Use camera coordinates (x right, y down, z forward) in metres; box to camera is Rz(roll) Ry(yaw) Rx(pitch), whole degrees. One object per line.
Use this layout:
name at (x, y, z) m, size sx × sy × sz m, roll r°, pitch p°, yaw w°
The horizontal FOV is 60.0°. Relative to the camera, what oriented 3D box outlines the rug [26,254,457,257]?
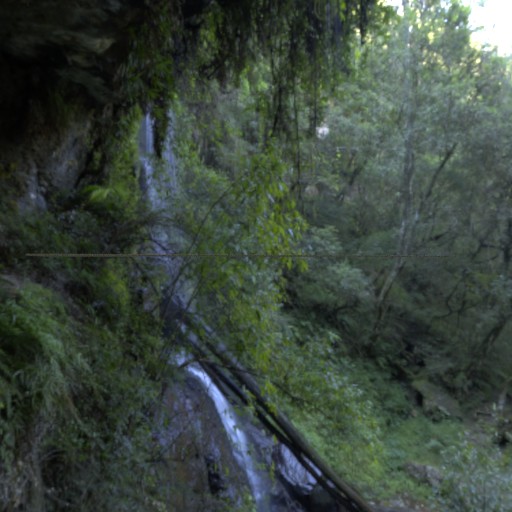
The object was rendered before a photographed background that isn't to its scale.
rug at (0.000, 0.000, 2.728) m, size 2.437 × 0.006 × 0.686 m, roll 0°, pitch -1°, yaw -18°
